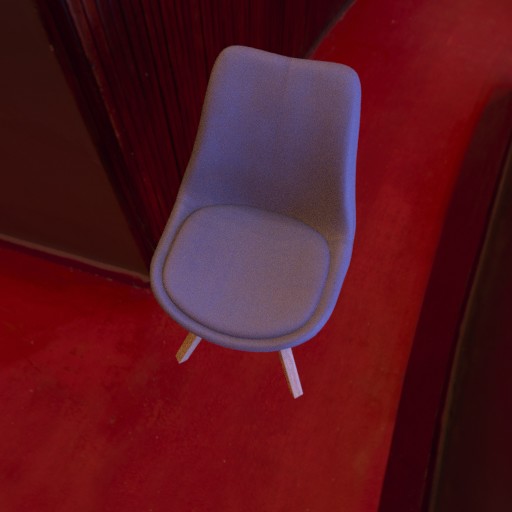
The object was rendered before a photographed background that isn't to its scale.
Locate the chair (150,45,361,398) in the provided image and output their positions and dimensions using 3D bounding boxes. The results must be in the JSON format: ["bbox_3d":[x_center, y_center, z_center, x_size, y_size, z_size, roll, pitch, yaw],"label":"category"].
[{"bbox_3d":[0.000,0.000,1.199,0.483,0.865,0.547,14,60,9],"label":"chair"}]
